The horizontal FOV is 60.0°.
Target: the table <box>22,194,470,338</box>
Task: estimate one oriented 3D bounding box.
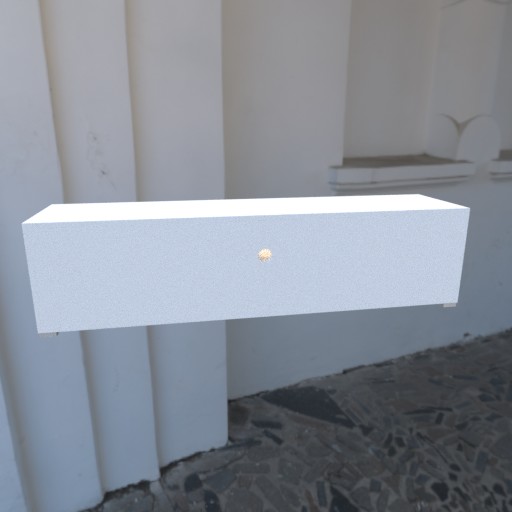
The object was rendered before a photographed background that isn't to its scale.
[{"bbox_3d":[0.000,0.000,1.852,1.650,0.420,0.390,-3,16,-10],"label":"table"}]
